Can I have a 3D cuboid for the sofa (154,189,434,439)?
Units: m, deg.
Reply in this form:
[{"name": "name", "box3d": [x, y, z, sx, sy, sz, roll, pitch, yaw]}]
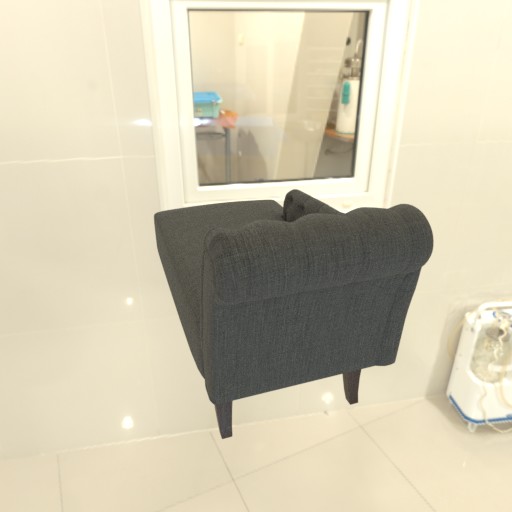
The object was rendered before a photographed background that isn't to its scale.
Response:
[{"name": "sofa", "box3d": [0.000, 0.000, 1.814, 0.675, 0.787, 1.379, -9, 28, -17]}]
